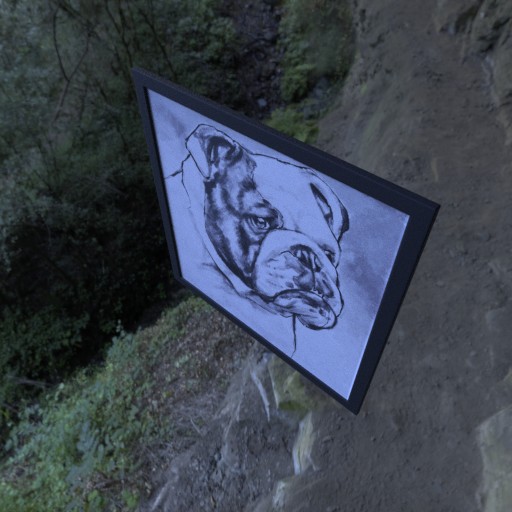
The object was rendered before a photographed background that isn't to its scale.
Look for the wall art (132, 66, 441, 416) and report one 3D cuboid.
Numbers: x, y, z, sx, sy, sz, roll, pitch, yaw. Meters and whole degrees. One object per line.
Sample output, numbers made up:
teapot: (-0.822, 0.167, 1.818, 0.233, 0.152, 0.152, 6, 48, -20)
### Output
wall art: (0.000, 0.000, 0.841, 0.562, 0.558, 0.012, 33, 55, 27)
